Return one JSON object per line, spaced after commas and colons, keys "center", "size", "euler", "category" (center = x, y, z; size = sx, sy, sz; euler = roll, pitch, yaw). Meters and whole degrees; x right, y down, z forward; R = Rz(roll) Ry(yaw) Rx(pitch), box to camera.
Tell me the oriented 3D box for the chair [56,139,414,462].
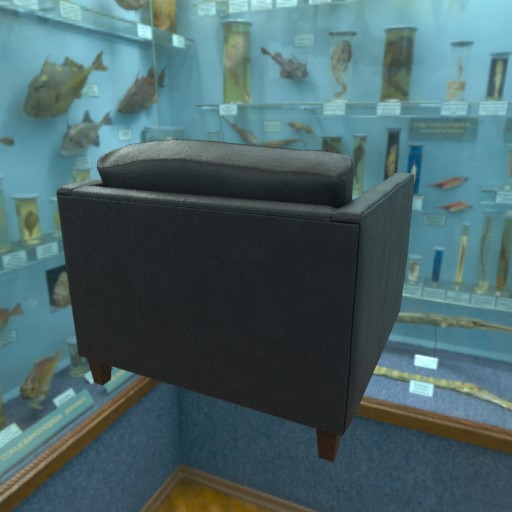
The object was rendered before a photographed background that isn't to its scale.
{"center": [0.000, 0.000, 1.566], "size": [0.939, 0.811, 0.862], "euler": [8, 19, 25], "category": "chair"}
